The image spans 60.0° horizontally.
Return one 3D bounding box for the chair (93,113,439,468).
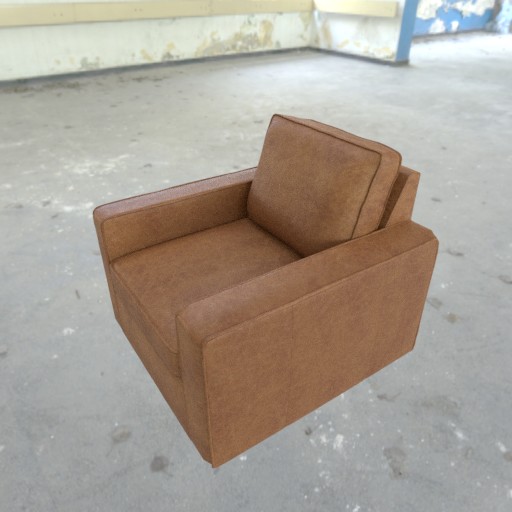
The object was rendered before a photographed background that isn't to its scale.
[{"bbox_3d":[0.000,0.000,1.747,1.027,0.901,0.987,-22,38,-31],"label":"chair"}]
